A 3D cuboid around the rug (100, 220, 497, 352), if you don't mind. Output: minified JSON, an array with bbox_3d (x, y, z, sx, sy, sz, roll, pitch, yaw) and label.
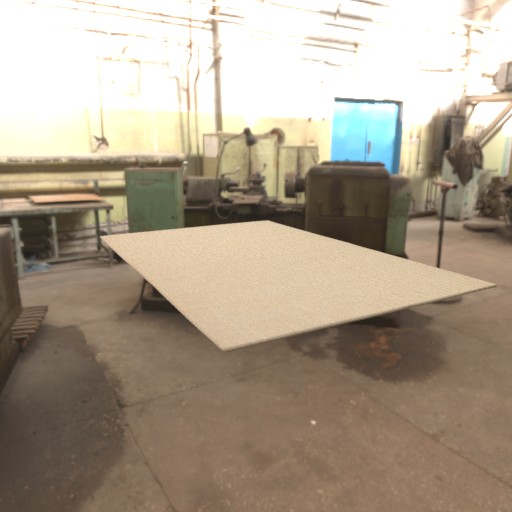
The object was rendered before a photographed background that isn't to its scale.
[{"bbox_3d":[0.000,0.000,2.304,1.238,0.014,1.848,-8,16,-28],"label":"rug"}]
